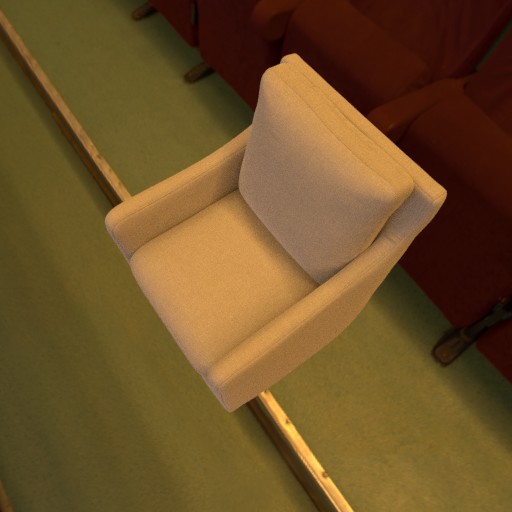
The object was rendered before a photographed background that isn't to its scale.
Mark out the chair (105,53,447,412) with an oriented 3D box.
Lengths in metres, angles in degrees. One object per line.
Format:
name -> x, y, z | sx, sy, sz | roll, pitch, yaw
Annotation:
chair -> 0.000, 0.000, 1.393 | 0.694, 0.914, 0.626 | -33, 69, -15
